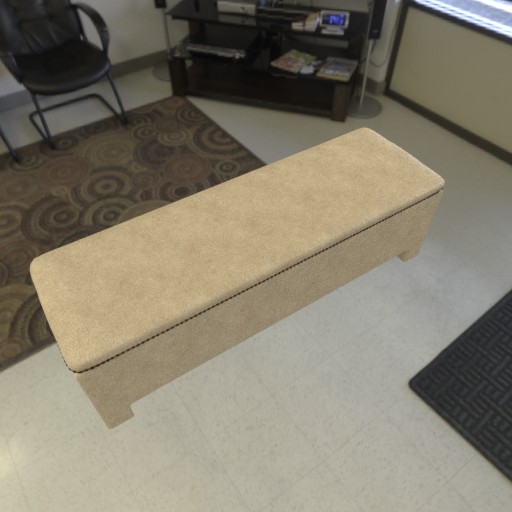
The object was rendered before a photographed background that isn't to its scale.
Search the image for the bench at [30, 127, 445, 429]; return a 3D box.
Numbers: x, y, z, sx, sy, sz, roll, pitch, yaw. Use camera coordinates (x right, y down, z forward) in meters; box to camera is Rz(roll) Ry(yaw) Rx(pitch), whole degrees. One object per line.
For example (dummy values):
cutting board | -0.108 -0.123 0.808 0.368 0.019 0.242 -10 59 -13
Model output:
bench | 0.000 0.000 1.715 1.482 0.447 0.470 -26 53 -21
